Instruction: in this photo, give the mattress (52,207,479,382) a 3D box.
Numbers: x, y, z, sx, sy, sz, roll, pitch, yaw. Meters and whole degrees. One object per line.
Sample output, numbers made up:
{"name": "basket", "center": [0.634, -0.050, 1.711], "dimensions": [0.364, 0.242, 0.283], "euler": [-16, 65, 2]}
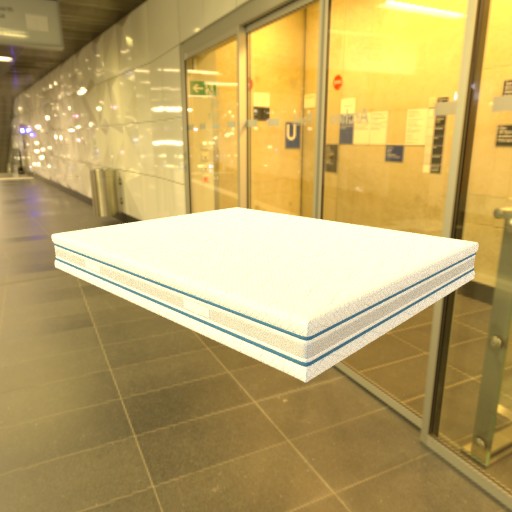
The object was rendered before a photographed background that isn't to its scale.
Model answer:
{"name": "mattress", "center": [0.000, 0.000, 2.667], "dimensions": [2.000, 0.230, 1.600], "euler": [14, 20, 42]}
